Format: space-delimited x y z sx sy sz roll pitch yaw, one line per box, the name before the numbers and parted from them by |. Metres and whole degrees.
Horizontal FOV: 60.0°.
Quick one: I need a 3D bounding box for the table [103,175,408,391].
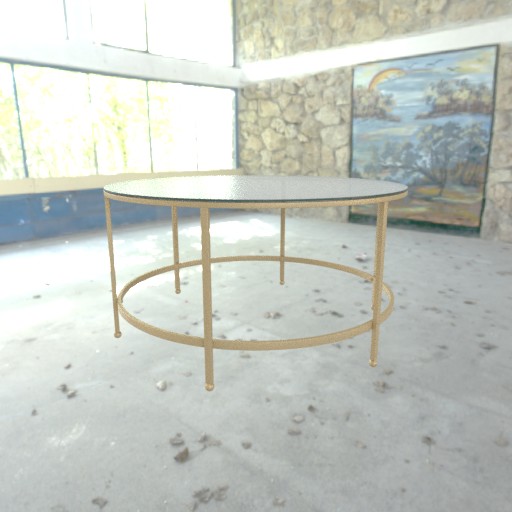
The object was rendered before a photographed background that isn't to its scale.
table | 0.000 0.000 1.453 0.914 0.470 0.914 0 14 0
